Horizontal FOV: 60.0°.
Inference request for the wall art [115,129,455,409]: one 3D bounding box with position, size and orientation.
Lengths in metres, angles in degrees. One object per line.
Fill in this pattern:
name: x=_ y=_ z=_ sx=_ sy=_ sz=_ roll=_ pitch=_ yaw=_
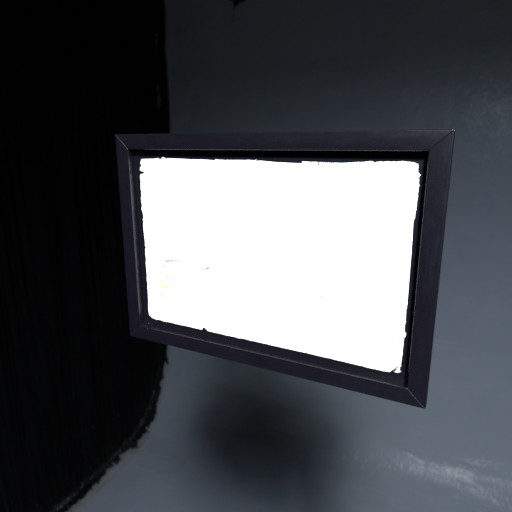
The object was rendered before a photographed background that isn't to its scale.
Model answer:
wall art: x=0.000 y=0.000 z=0.570 sx=0.440 sy=0.306 sz=0.013 roll=7 pitch=16 yaw=26
